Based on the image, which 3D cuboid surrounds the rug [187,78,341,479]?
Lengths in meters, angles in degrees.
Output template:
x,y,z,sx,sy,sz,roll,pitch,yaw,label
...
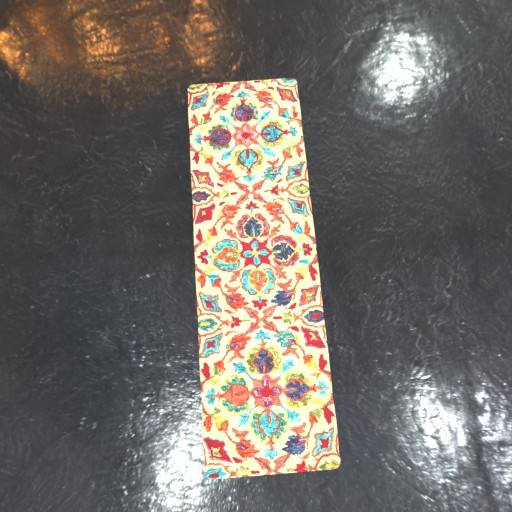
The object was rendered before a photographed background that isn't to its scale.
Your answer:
x,y,z,sx,sy,sz,roll,pitch,yaw,label
0.000,0.000,2.511,0.693,0.016,2.273,-4,76,-1,rug
